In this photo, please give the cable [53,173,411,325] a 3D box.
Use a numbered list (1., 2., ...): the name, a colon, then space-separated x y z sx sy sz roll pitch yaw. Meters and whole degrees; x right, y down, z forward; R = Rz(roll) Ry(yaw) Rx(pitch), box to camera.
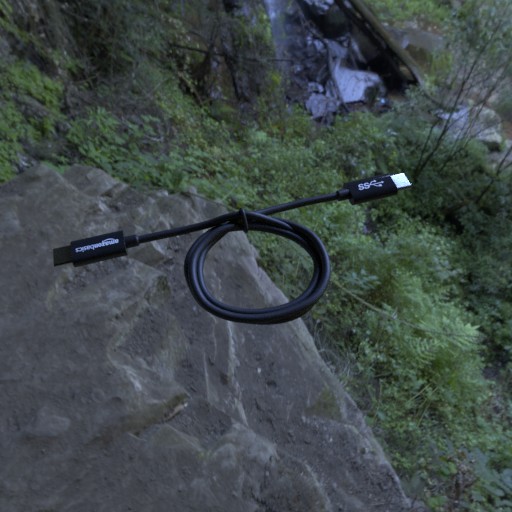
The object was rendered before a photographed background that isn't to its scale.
1. cable: 0.000 0.000 0.210 0.186 0.014 0.070 -14 58 -9
